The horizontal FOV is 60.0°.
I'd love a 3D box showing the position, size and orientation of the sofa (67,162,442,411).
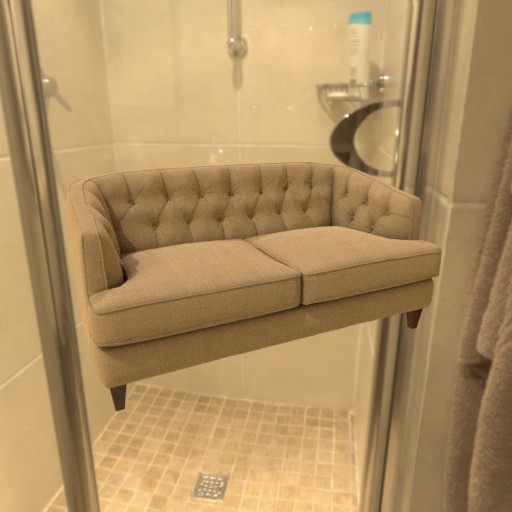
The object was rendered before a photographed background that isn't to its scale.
[{"bbox_3d":[0.000,0.000,2.288,1.733,0.855,0.941,-9,19,-25],"label":"sofa"}]
